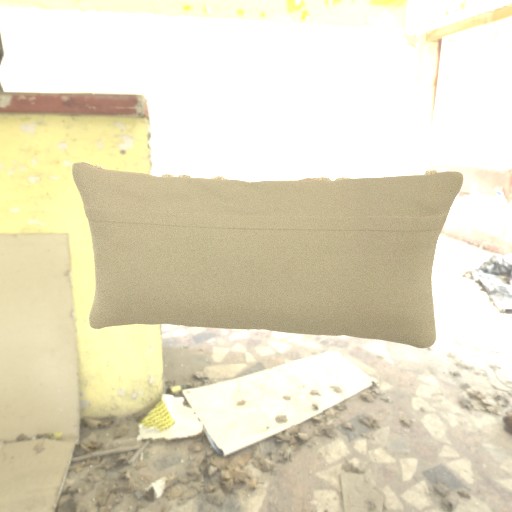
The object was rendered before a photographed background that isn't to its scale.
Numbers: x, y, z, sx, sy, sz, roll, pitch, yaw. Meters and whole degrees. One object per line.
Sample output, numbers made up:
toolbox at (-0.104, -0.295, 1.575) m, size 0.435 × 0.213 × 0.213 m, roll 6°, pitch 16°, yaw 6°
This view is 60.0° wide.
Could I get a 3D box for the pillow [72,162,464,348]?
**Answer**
pillow at (0.000, 0.000, 0.726) m, size 0.608 × 0.295 × 0.161 m, roll 2°, pitch 17°, yaw 8°
